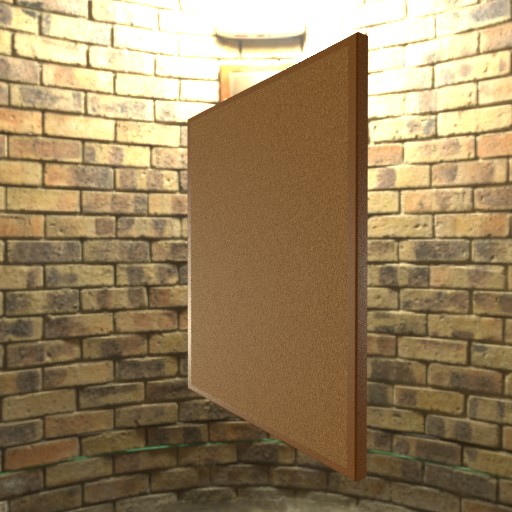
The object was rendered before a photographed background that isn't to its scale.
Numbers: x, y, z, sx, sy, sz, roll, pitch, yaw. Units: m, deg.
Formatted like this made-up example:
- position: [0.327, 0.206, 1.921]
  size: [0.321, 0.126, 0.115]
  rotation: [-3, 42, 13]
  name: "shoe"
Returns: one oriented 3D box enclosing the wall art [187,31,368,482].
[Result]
- position: [0.000, 0.000, 0.501]
  size: [0.015, 0.379, 0.310]
  rotation: [-1, 1, -36]
  name: "wall art"
